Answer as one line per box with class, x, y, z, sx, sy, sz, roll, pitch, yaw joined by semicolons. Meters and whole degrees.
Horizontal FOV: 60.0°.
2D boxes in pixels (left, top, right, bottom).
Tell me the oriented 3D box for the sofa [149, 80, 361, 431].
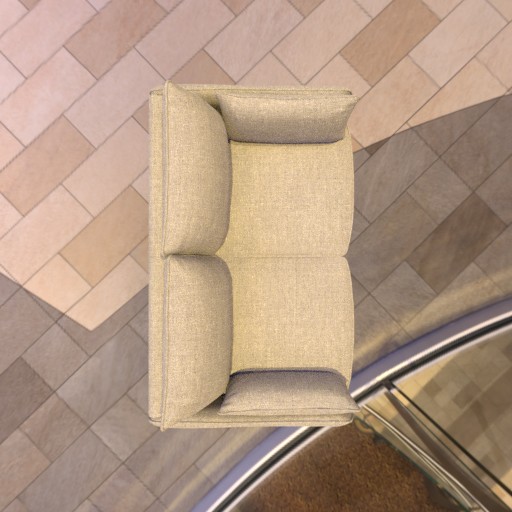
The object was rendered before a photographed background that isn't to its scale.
sofa;0.000;0.000;2.153;0.972;0.851;1.580;0;90;-1
